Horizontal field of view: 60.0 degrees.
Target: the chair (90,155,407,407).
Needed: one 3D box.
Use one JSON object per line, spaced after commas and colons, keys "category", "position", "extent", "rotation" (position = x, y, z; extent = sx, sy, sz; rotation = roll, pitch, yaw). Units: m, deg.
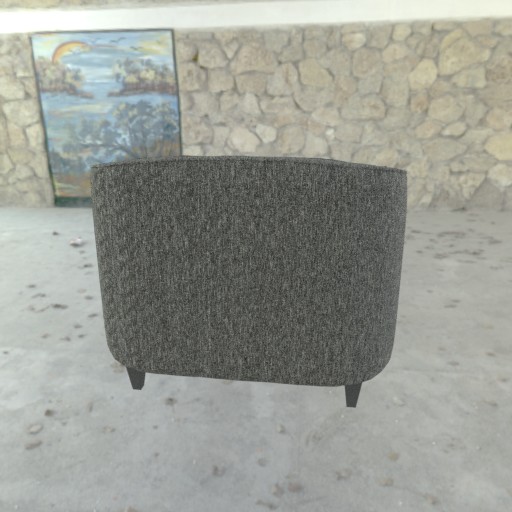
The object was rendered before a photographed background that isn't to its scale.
{"category": "chair", "position": [0.000, 0.000, 1.822], "extent": [1.104, 0.852, 0.941], "rotation": [2, 16, 8]}
